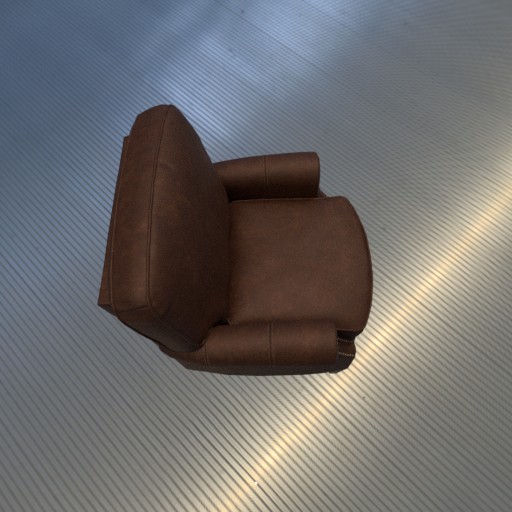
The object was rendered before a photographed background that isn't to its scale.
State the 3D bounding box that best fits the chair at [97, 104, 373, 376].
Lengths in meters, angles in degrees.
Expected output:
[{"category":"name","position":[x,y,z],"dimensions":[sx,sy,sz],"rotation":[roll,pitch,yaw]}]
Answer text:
[{"category":"chair","position":[0.000,0.000,1.815],"dimensions":[0.986,1.018,0.936],"rotation":[-1,63,0]}]
